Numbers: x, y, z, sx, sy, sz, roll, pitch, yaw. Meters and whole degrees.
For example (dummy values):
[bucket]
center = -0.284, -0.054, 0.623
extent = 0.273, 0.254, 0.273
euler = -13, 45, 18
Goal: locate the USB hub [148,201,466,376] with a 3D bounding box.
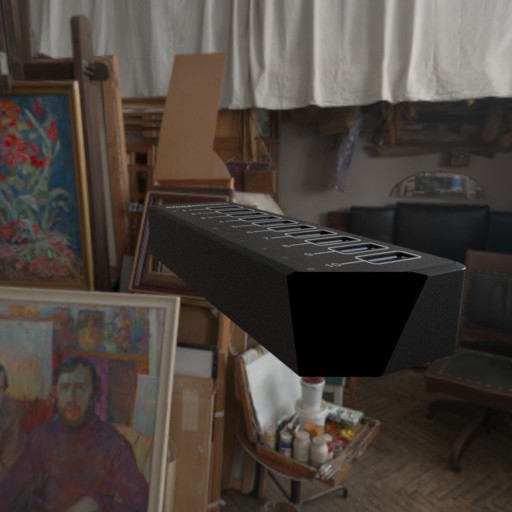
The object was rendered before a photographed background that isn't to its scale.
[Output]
[USB hub]
center = 0.000, 0.000, 0.162
extent = 0.044, 0.023, 0.145
euler = -7, 16, -26
